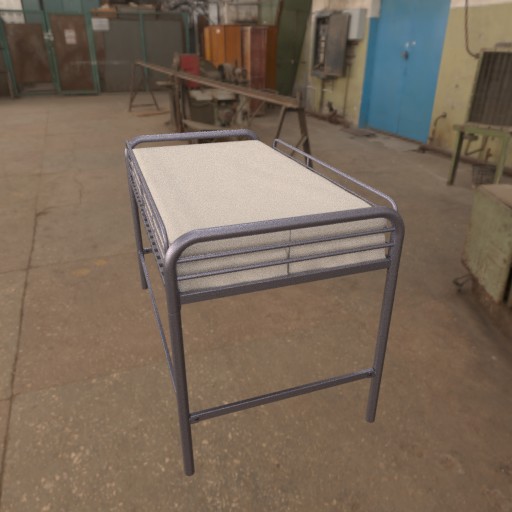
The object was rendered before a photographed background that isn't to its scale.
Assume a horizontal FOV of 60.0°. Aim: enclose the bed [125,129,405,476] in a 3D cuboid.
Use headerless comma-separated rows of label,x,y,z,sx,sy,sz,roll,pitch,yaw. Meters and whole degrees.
bed,0.000,0.000,2.932,1.415,1.288,1.965,-9,27,-17
